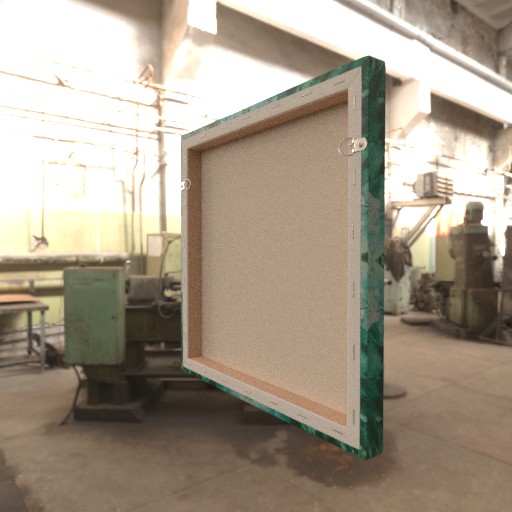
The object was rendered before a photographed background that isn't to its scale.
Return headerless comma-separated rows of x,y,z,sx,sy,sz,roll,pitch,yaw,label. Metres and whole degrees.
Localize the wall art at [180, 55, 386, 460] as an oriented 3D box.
0.000,0.000,0.762,0.038,0.508,0.507,-1,2,-36,wall art
